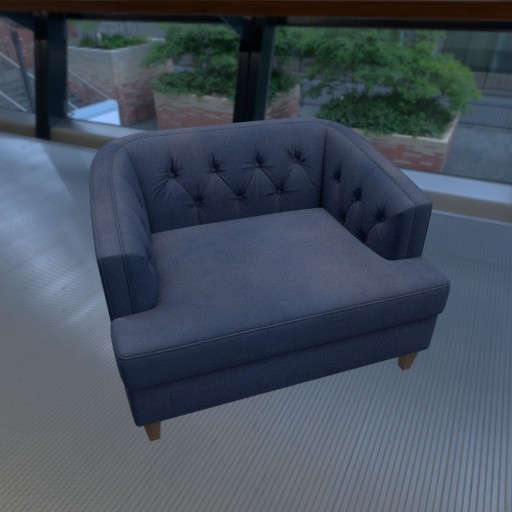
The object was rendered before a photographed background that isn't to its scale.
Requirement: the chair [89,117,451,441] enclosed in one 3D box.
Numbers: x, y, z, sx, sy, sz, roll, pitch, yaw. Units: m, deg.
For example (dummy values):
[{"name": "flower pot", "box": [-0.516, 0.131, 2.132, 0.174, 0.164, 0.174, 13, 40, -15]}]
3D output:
[{"name": "chair", "box": [0.000, 0.000, 1.722, 1.118, 0.787, 0.914, -10, 34, -16]}]
